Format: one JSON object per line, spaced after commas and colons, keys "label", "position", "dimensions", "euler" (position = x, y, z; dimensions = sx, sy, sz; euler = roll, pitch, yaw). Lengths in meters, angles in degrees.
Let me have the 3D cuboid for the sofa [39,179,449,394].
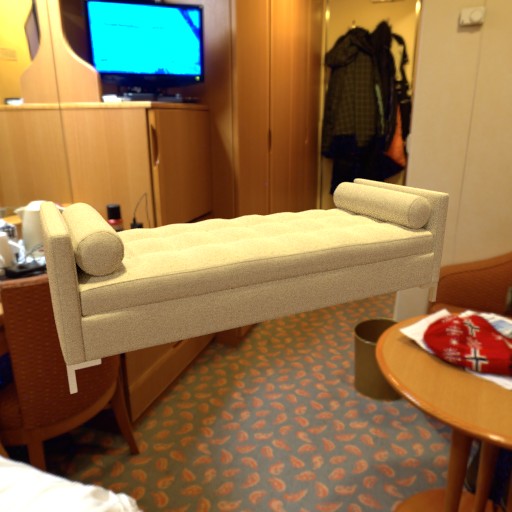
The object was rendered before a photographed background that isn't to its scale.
{"label": "sofa", "position": [0.000, 0.000, 2.466], "dimensions": [2.102, 0.655, 0.797], "euler": [-9, 19, -26]}
